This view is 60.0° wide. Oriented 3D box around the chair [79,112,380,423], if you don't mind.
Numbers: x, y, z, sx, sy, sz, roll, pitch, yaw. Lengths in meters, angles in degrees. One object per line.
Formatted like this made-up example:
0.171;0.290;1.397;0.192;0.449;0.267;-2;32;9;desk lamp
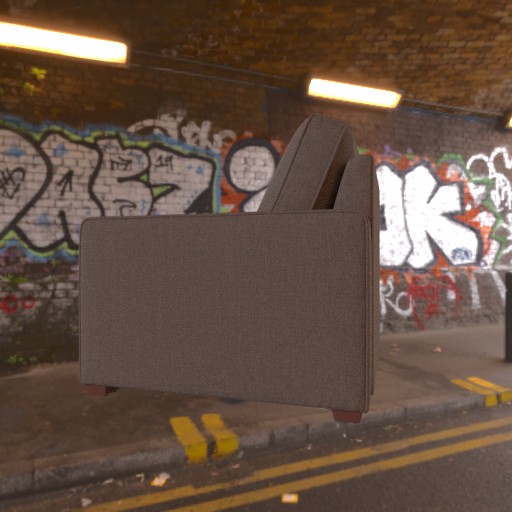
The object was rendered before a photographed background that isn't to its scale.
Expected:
0.000;0.000;1.780;0.940;0.919;1.017;0;0;17;chair
